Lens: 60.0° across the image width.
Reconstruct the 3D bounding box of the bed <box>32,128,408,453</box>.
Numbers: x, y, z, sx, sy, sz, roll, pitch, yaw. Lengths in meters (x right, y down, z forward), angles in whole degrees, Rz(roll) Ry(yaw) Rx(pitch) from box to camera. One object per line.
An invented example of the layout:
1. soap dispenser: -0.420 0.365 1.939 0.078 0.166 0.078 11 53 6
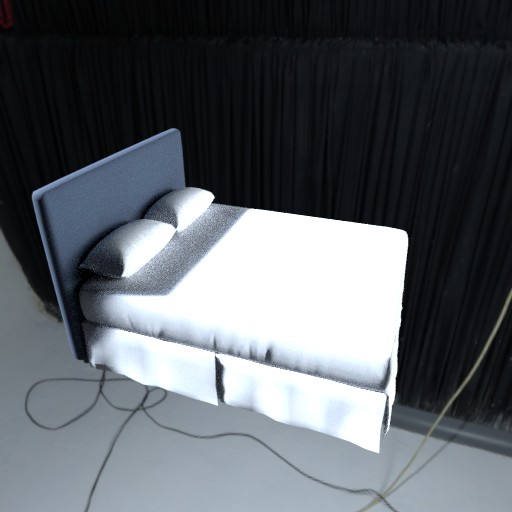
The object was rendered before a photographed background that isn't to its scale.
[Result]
1. bed: 0.000 0.000 3.196 2.162 1.330 1.713 10 31 17
